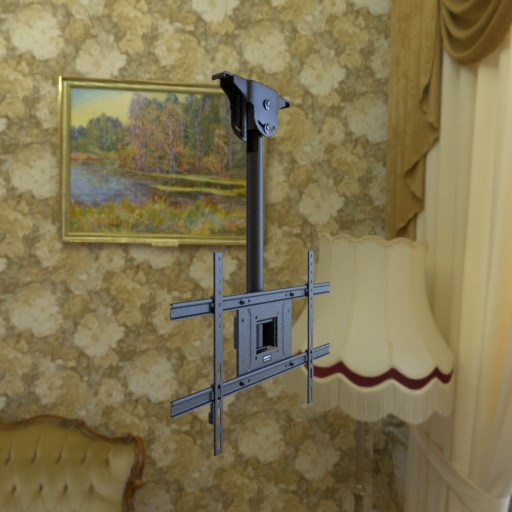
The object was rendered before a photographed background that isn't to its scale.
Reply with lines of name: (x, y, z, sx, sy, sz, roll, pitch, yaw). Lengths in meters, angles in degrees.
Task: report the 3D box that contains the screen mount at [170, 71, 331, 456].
screen mount: (0.000, 0.000, 1.038, 0.090, 0.775, 0.595, 1, 2, 37)
